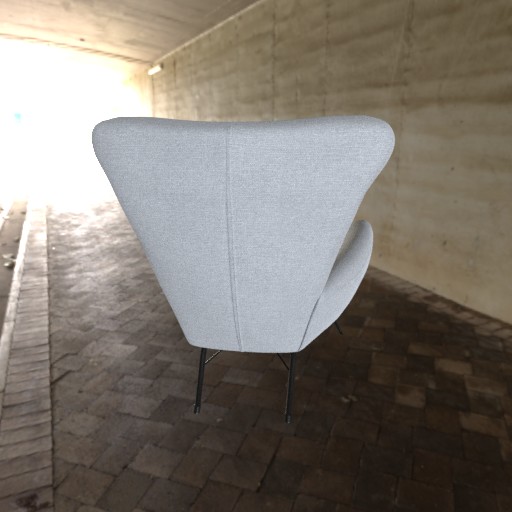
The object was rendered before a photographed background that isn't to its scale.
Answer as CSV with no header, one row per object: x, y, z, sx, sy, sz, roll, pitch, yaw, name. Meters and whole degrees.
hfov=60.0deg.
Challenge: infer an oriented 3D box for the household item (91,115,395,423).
0.000,0.000,1.763,0.980,1.050,0.900,2,16,7,household item
